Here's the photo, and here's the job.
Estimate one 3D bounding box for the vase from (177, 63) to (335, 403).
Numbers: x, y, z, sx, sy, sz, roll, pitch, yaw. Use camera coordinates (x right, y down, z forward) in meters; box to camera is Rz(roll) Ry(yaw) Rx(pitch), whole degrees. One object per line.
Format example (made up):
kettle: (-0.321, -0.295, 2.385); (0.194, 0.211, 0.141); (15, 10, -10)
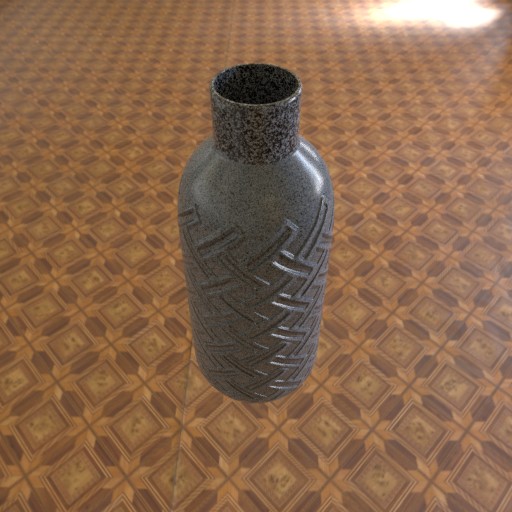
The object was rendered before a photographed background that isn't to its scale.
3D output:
vase: (0.000, 0.000, 0.348); (0.122, 0.282, 0.122); (0, 48, 0)
